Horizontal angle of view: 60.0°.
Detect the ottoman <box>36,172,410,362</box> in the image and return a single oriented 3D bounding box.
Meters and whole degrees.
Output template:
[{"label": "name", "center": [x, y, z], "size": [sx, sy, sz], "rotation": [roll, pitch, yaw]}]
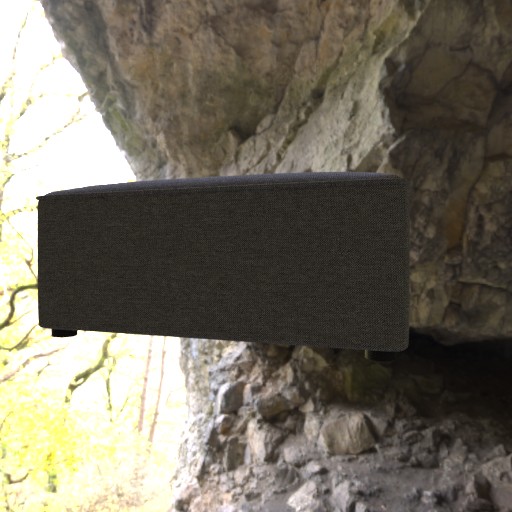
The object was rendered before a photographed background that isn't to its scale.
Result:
[{"label": "ottoman", "center": [0.000, 0.000, 1.556], "size": [1.005, 0.455, 1.005], "rotation": [0, 1, 18]}]
